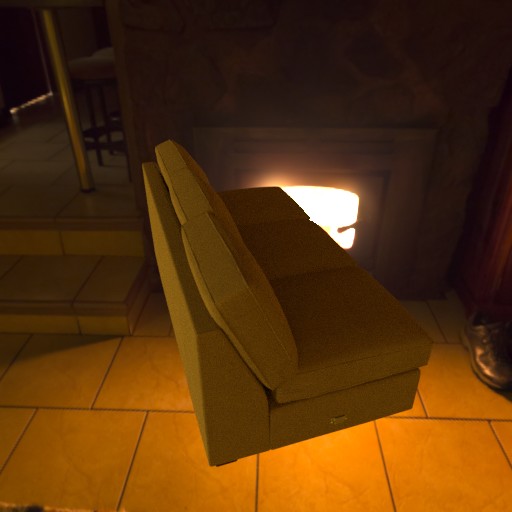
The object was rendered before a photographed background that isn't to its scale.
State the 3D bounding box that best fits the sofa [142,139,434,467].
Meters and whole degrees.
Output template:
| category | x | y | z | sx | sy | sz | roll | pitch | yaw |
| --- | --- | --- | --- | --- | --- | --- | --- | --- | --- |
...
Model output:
| category | x | y | z | sx | sy | sz | roll | pitch | yaw |
| --- | --- | --- | --- | --- | --- | --- | --- | --- | --- |
| sofa | 0.000 | 0.000 | 2.755 | 1.127 | 1.036 | 2.092 | -9 | 31 | -15 |
